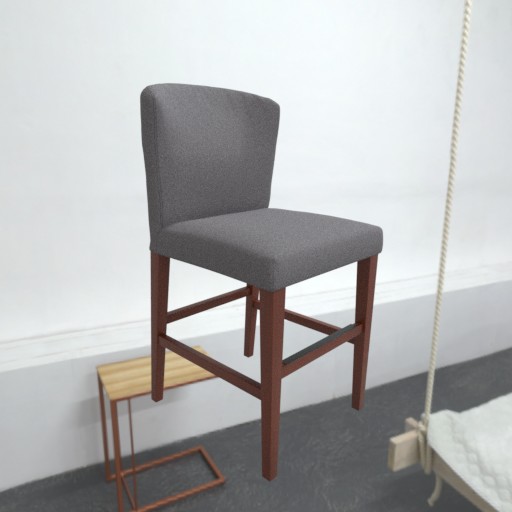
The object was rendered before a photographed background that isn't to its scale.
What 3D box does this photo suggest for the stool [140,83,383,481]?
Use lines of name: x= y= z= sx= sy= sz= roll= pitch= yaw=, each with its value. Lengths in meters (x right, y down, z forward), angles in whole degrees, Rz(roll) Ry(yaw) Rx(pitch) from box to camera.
stool: x=0.000 y=0.000 z=1.282 sx=0.568 sy=0.968 sz=0.481 roll=14 pitch=20 yaw=42
